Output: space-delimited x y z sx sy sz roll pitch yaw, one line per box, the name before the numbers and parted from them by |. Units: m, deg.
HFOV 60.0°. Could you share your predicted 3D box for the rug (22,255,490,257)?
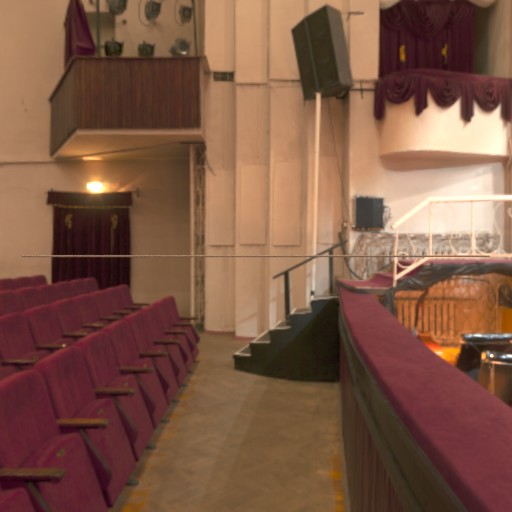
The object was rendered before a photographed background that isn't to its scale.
rug | 0.000 0.000 2.219 1.749 0.015 1.141 0 1 0
